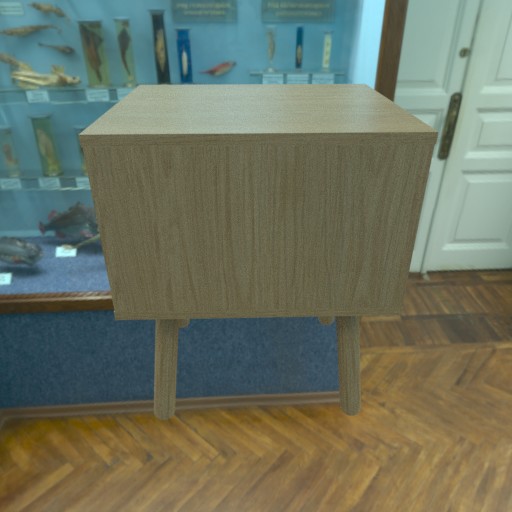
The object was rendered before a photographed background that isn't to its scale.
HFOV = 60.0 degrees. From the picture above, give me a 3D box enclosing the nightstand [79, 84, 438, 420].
[{"bbox_3d":[0.000,0.000,0.860,0.450,0.571,0.380,-1,30,-1],"label":"nightstand"}]
